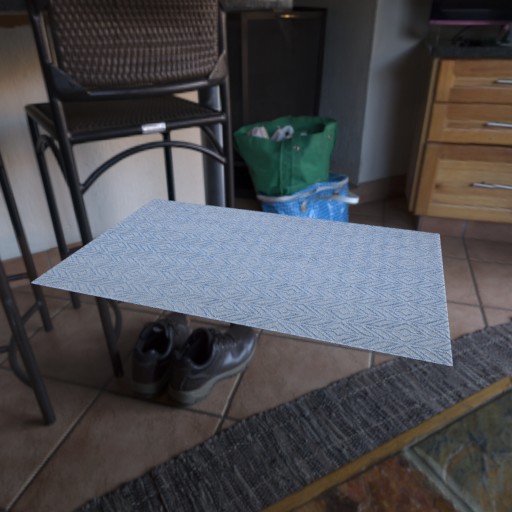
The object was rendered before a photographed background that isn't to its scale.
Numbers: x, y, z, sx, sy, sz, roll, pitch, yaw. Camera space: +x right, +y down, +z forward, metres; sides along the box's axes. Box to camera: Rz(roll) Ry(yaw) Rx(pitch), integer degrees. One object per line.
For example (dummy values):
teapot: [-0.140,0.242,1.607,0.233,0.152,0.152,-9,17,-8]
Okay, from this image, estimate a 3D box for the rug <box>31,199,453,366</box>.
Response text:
rug: [0.000,0.000,3.063,2.441,0.008,1.526,9,29,16]
